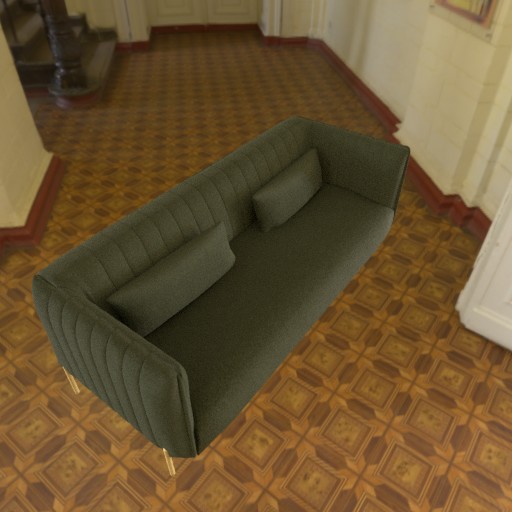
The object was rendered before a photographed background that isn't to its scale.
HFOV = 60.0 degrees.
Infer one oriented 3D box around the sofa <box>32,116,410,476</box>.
[{"bbox_3d":[0.000,0.000,2.499,0.896,0.793,2.137,26,47,27],"label":"sofa"}]
